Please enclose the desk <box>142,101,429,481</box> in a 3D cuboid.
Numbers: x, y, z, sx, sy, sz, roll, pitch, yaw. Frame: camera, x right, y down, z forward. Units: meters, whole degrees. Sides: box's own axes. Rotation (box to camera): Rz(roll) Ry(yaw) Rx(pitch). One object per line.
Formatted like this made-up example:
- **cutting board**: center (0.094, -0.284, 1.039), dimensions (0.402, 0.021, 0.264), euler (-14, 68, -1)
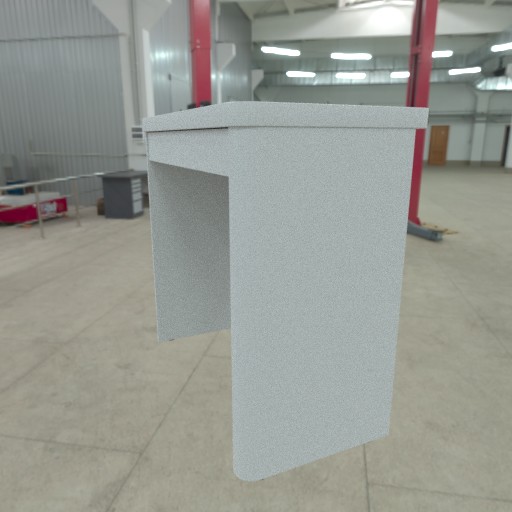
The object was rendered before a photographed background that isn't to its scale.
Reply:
- **desk**: center (0.000, 0.000, 1.251), dimensions (0.446, 0.760, 0.790), euler (-7, 16, -24)
